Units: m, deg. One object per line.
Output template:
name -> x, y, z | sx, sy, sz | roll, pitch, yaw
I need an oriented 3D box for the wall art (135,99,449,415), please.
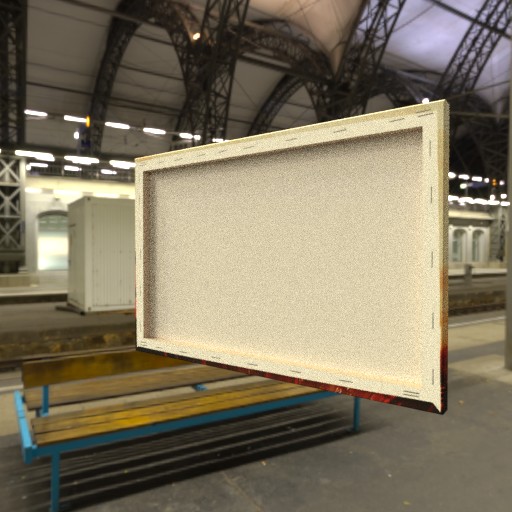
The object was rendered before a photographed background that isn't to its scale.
wall art -> 0.000, 0.000, 1.131 | 0.918, 0.602, 0.038 | 1, 1, 37
